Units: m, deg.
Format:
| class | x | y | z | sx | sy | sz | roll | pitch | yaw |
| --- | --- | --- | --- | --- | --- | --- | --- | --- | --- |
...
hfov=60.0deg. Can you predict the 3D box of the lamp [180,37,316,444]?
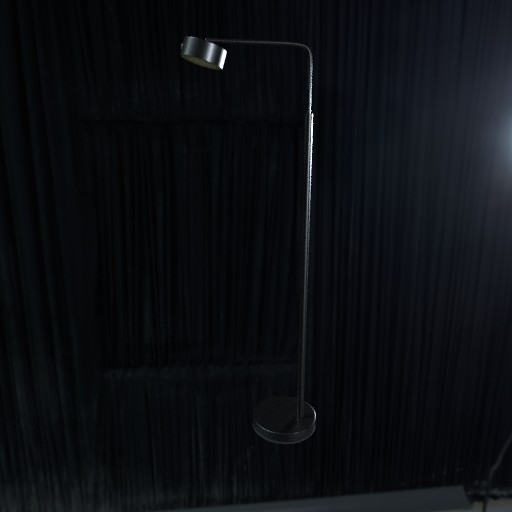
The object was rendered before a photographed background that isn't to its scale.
| class | x | y | z | sx | sy | sz | roll | pitch | yaw |
| --- | --- | --- | --- | --- | --- | --- | --- | --- | --- |
| lamp | 0.000 | 0.000 | 1.388 | 0.418 | 1.230 | 0.219 | -2 | 15 | -8 |
